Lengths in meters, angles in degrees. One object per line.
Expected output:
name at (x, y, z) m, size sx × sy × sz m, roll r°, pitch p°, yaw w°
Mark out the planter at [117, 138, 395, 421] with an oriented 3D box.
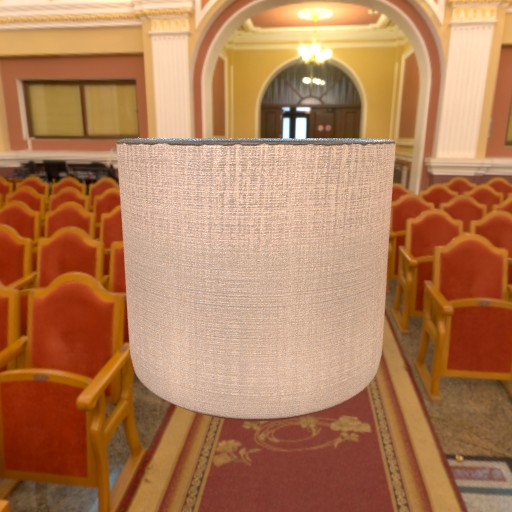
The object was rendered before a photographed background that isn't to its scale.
planter at (0.000, 0.000, 0.218) m, size 0.125 × 0.112 × 0.125 m, roll 0°, pitch 15°, yaw 0°
